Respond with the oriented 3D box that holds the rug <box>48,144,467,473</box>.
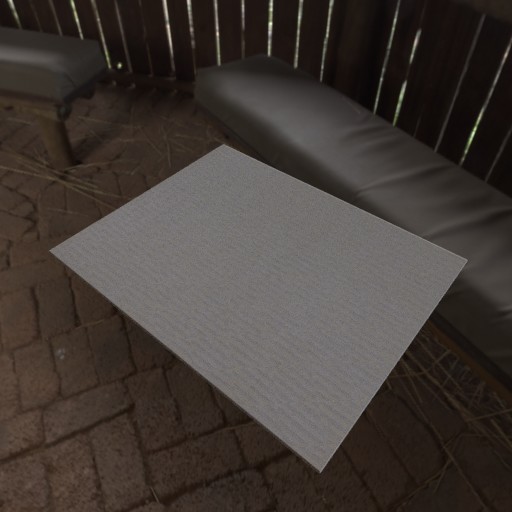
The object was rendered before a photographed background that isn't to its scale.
[{"bbox_3d":[0.000,0.000,4.107,3.055,0.021,2.410,31,53,27],"label":"rug"}]
